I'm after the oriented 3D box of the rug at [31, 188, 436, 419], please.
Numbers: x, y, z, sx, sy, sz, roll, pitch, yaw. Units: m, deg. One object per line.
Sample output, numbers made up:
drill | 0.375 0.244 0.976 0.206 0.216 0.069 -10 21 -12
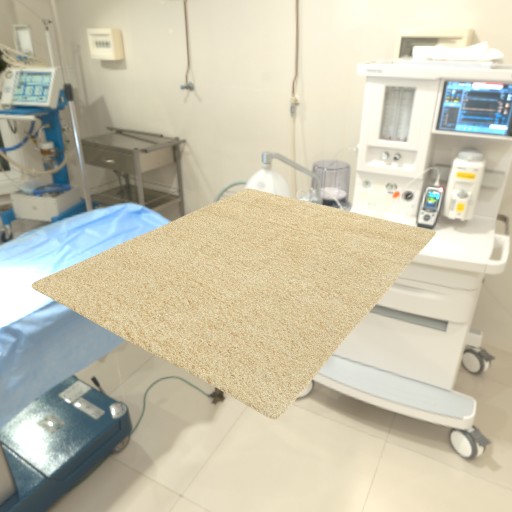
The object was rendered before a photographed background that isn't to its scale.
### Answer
rug | 0.000 0.000 4.053 2.401 0.025 3.001 18 32 31
